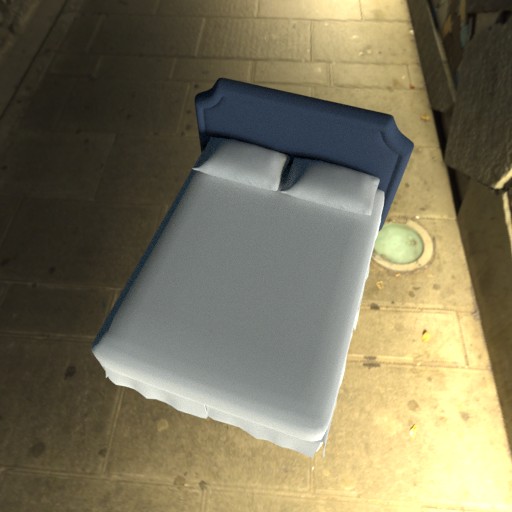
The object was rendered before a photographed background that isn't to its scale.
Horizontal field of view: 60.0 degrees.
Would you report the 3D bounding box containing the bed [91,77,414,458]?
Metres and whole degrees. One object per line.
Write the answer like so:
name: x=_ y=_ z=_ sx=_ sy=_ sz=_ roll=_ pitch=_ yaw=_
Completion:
bed: x=0.000 y=0.000 z=3.363 sx=1.831 sy=1.297 sz=2.260 roll=16 pitch=59 yaw=10
